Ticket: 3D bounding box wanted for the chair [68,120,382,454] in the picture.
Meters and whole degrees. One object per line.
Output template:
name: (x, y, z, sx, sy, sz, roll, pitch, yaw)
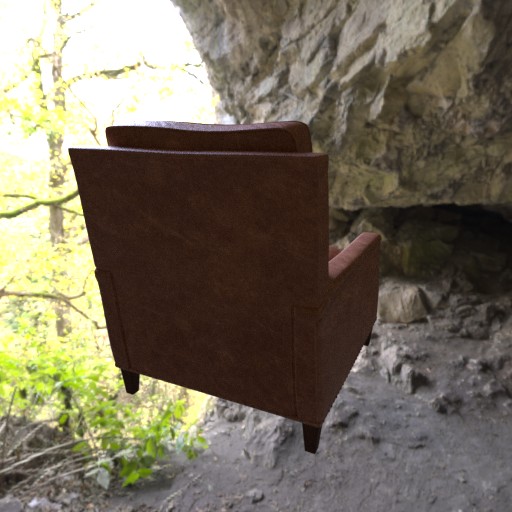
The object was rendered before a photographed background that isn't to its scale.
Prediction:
chair: (0.000, 0.000, 1.804, 0.854, 1.054, 1.035, 8, 19, 25)
